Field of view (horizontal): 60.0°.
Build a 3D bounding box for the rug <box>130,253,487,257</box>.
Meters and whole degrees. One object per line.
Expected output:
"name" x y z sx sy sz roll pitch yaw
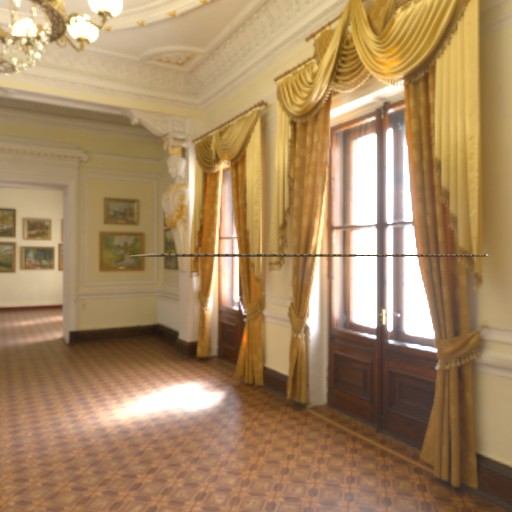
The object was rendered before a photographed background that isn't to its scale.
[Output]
"rug" 0.000 0.000 2.178 1.144 0.008 1.752 0 0 -18
